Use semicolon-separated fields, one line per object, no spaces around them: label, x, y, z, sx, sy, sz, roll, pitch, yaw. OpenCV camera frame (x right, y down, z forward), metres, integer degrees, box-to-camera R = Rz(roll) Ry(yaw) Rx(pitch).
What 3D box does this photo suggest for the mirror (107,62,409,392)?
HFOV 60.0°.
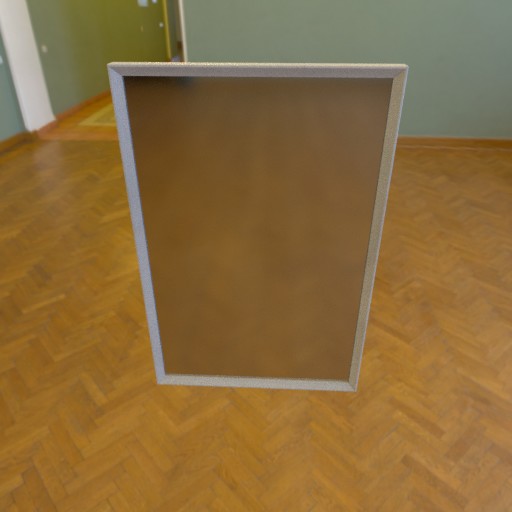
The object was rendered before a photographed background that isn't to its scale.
mirror;0.000;0.000;1.141;0.609;0.915;0.041;1;30;2
